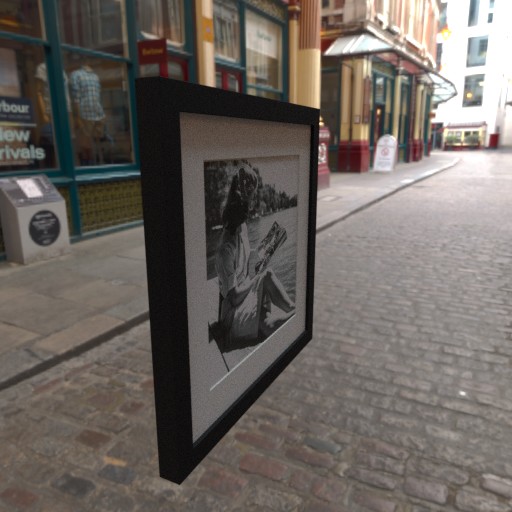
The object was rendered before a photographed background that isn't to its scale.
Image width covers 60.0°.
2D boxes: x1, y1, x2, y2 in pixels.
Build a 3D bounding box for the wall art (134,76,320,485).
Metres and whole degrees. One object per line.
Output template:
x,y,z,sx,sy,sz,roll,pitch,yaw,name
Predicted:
0.000,0.000,0.680,0.030,0.458,0.462,7,16,26,wall art
